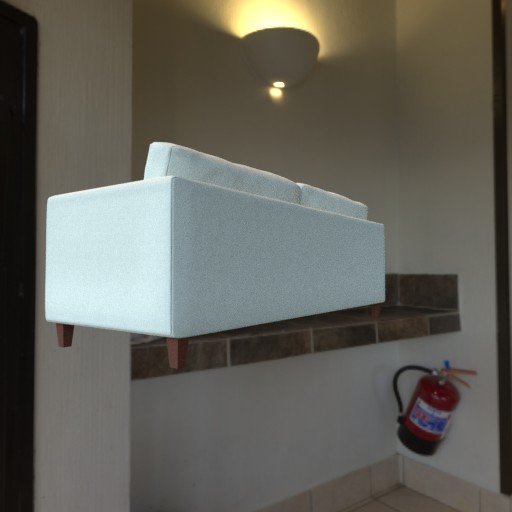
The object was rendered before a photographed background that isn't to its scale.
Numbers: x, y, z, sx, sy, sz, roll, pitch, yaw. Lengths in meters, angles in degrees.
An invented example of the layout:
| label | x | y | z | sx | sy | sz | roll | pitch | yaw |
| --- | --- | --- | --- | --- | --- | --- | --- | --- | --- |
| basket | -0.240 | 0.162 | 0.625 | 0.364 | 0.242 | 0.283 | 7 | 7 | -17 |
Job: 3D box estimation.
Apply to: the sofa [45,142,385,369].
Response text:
| label | x | y | z | sx | sy | sz | roll | pitch | yaw |
| --- | --- | --- | --- | --- | --- | --- | --- | --- | --- |
| sofa | 0.000 | 0.000 | 2.958 | 0.948 | 0.965 | 2.434 | -1 | -2 | 35 |
